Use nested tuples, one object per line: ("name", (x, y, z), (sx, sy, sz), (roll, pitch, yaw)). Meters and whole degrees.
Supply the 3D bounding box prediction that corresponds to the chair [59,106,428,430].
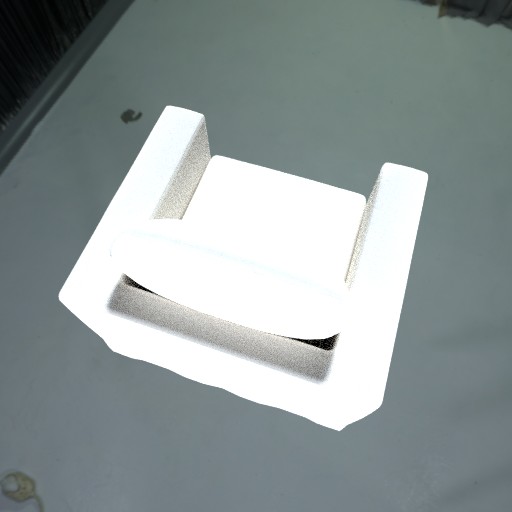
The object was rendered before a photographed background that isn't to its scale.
("chair", (0.000, 0.000, 1.793), (1.150, 0.878, 0.957), (17, 65, 8))
